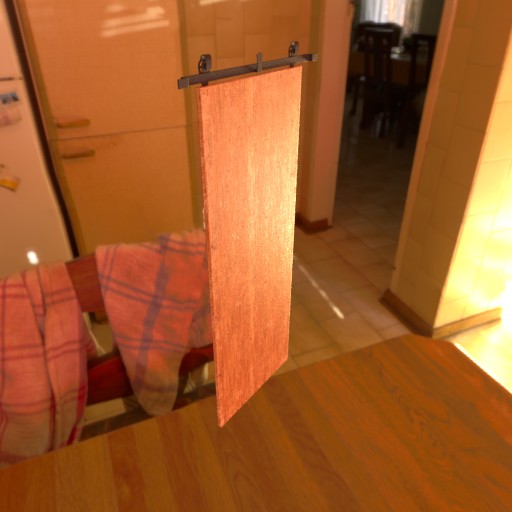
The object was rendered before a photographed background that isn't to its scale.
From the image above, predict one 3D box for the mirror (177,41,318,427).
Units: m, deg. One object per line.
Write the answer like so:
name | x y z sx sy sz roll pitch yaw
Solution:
mirror | 0.000 0.000 2.093 0.042 1.793 0.847 21 37 31
